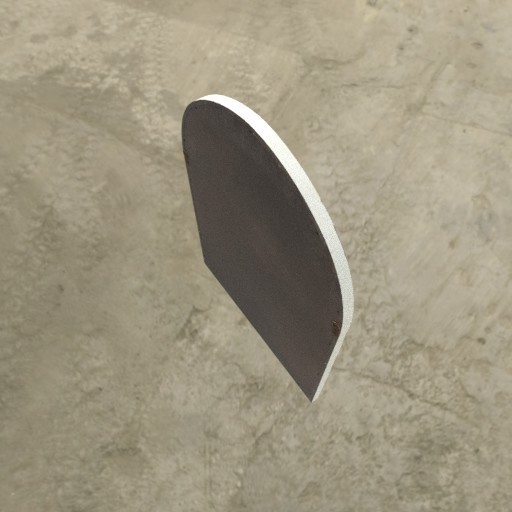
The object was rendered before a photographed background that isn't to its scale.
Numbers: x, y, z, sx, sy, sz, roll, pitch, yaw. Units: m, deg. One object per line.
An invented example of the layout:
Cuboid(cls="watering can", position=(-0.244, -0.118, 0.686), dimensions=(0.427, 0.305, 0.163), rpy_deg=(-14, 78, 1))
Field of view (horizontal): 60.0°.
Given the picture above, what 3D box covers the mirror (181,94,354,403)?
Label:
Cuboid(cls="mirror", position=(0.000, 0.000, 1.208), dimensions=(0.032, 0.920, 0.660), rpy_deg=(-31, 63, -18))
